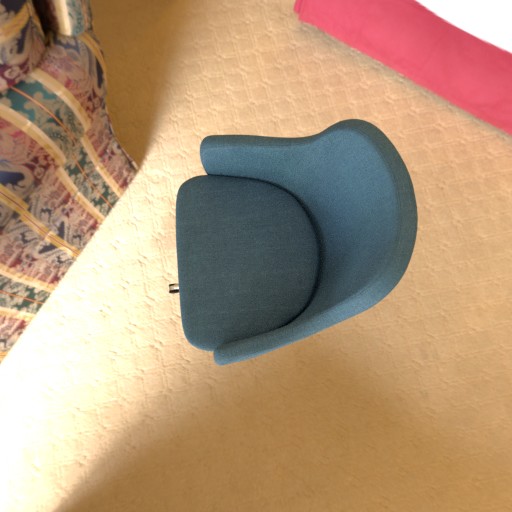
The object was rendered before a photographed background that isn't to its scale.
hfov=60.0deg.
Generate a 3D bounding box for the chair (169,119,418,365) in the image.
[{"bbox_3d":[0.000,0.000,1.288,0.655,0.820,0.599,-5,76,-1],"label":"chair"}]
